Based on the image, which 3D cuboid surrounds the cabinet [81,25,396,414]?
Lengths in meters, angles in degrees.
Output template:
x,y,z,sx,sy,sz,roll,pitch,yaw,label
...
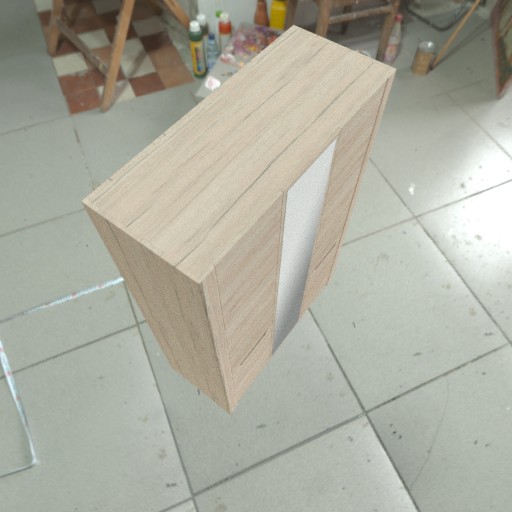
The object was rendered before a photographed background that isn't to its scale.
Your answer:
x,y,z,sx,sy,sz,roll,pitch,yaw,label
0.000,0.000,2.737,0.580,2.070,1.400,33,64,18,cabinet
